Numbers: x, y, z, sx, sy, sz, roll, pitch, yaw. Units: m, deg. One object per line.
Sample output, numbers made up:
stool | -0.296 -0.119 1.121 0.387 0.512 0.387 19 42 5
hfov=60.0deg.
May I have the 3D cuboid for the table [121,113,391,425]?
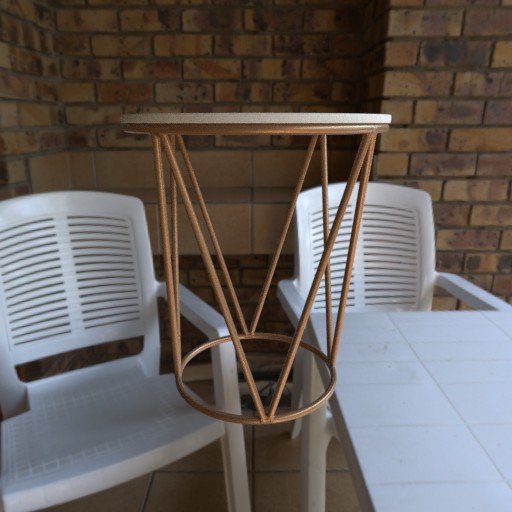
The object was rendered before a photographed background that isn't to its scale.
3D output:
table | 0.000 0.000 0.933 0.500 0.564 0.500 0 17 0
